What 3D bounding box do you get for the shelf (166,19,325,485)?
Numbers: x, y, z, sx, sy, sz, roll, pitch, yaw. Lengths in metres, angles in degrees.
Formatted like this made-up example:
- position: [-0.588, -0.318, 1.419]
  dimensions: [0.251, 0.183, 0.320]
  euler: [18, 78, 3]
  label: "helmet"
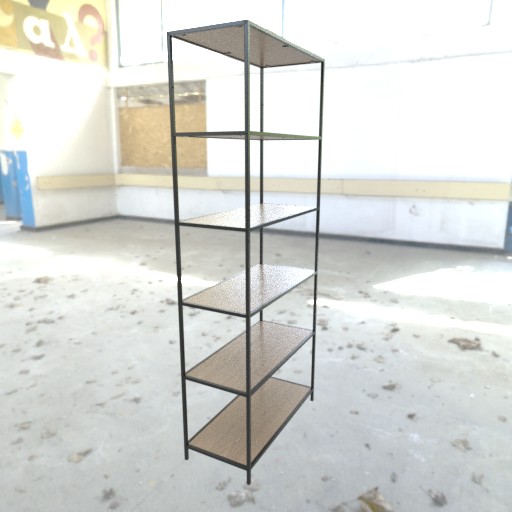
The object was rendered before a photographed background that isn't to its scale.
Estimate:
- position: [0.000, 0.000, 2.125]
  dimensions: [0.350, 1.850, 0.770]
  euler: [7, 15, 27]
  label: "shelf"
